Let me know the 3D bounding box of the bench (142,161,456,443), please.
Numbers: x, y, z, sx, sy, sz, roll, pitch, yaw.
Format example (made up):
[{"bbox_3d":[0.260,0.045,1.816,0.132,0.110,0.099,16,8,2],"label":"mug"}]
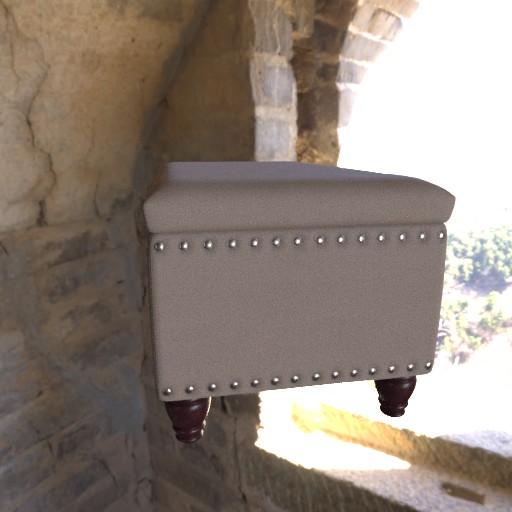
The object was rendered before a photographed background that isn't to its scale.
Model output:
[{"bbox_3d":[0.000,0.000,1.141,0.500,0.449,0.887,-3,14,-11],"label":"bench"}]
